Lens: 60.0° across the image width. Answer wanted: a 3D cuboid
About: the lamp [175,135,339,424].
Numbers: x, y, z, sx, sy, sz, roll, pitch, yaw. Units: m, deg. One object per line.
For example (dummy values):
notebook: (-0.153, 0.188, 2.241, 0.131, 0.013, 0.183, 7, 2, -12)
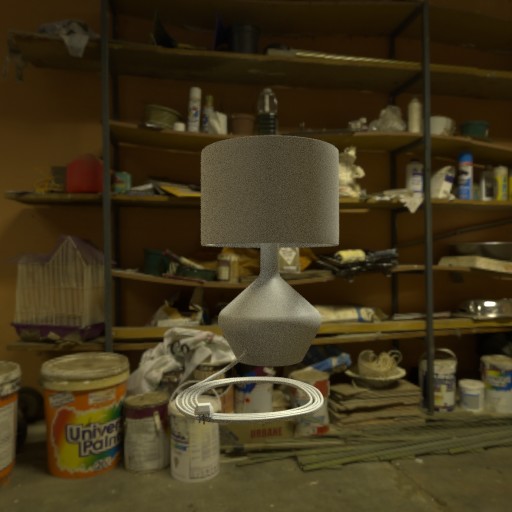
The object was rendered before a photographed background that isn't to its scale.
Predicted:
lamp: (0.000, 0.000, 0.865, 0.401, 0.457, 0.546, 0, -1, 35)
